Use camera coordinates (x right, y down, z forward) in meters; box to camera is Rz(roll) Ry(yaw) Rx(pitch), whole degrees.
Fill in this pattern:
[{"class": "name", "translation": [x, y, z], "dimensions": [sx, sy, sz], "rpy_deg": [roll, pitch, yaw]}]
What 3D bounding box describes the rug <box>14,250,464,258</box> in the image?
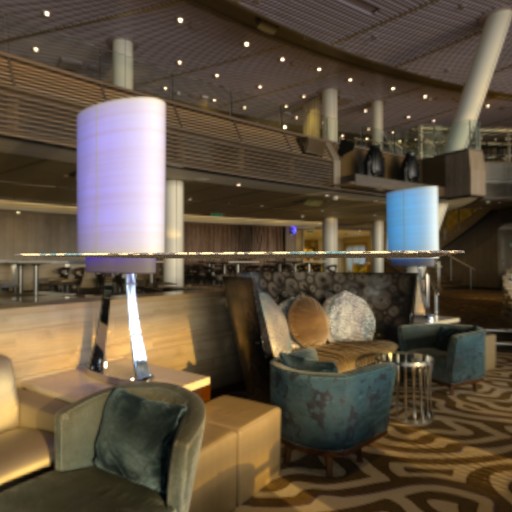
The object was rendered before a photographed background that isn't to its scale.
[{"class": "rug", "translation": [0.000, 0.000, 2.888], "dimensions": [2.261, 0.013, 1.676], "rpy_deg": [0, -1, 17]}]
